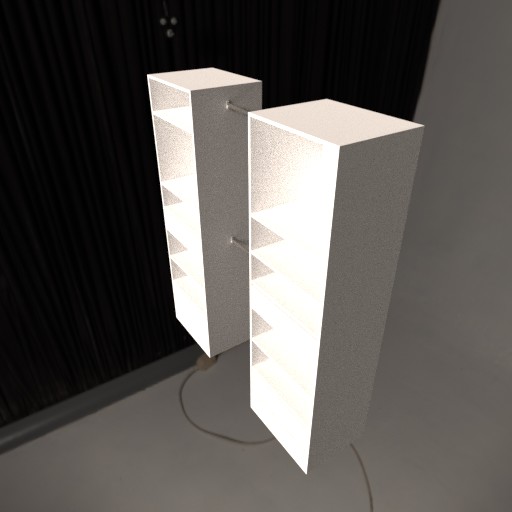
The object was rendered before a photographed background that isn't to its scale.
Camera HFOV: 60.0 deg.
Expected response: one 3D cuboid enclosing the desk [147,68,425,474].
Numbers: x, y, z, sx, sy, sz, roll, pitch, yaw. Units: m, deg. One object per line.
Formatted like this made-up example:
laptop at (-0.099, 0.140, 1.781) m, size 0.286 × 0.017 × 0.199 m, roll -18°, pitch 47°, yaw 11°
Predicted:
desk at (0.000, 0.000, 2.863) m, size 0.480 × 2.000 × 1.770 m, roll -20°, pitch 37°, yaw -29°
